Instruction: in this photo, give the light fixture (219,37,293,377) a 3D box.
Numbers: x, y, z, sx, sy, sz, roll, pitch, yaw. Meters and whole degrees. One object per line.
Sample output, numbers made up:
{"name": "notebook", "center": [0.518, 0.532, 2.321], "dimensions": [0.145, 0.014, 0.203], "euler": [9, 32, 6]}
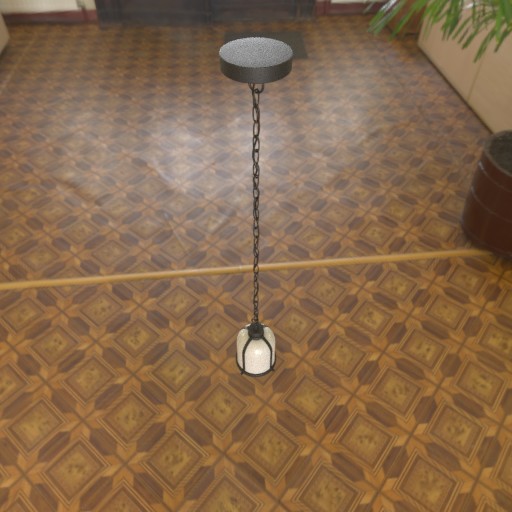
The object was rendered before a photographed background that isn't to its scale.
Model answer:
{"name": "light fixture", "center": [0.000, 0.000, 1.306], "dimensions": [0.178, 1.181, 0.178], "euler": [30, 54, 25]}
